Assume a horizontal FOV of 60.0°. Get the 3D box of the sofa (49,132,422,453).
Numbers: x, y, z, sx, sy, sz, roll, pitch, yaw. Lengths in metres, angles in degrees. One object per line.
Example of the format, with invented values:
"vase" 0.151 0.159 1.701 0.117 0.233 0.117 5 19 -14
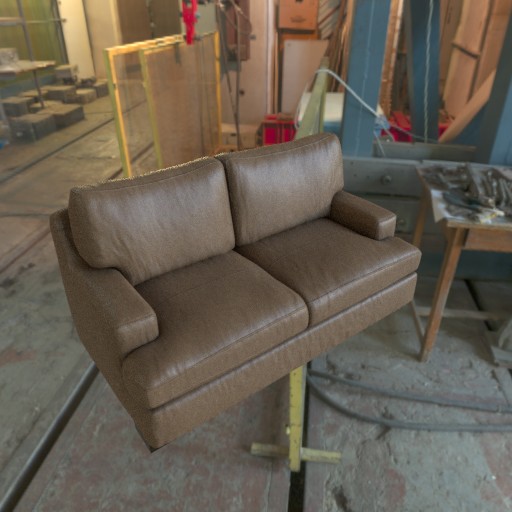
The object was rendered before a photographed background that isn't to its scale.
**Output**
"sofa" 0.000 0.000 2.446 1.855 0.980 0.962 -21 36 -32
